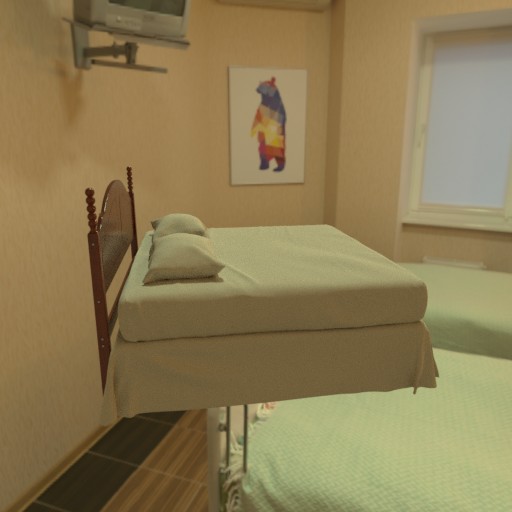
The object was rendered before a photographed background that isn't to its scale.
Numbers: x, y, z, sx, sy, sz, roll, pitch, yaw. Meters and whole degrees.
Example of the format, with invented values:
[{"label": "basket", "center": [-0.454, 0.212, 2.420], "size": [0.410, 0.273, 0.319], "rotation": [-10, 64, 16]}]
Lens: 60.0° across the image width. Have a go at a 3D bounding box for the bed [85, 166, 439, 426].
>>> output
[{"label": "bed", "center": [0.000, 0.000, 3.644], "size": [2.219, 1.355, 2.322], "rotation": [-2, 15, -9]}]
